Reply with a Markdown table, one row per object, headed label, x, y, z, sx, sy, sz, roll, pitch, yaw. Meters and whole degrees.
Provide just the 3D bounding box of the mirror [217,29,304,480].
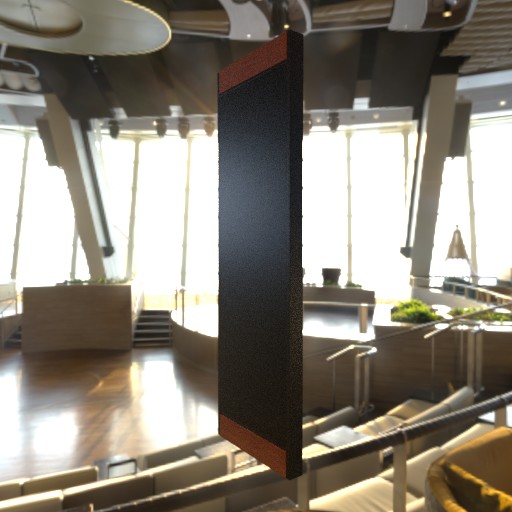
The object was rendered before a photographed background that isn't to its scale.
| label | x | y | z | sx | sy | sz | roll | pitch | yaw |
| --- | --- | --- | --- | --- | --- | --- | --- | --- | --- |
| mirror | 0.000 | 0.000 | 1.253 | 0.047 | 1.123 | 0.343 | -1 | 2 | -36 |
